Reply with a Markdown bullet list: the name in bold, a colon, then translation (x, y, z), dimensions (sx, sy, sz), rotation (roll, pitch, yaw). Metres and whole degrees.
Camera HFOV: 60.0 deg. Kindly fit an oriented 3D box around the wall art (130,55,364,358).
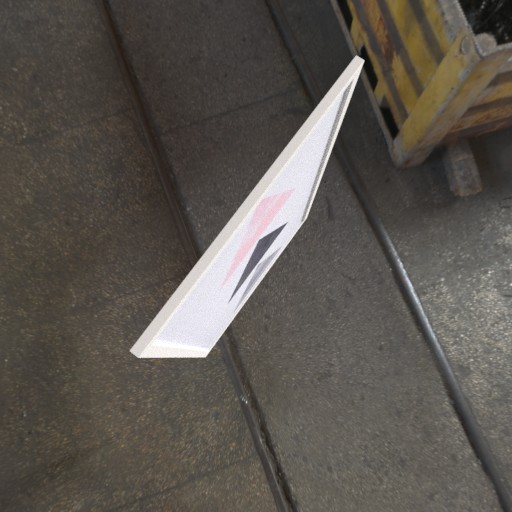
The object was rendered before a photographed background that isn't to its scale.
- **wall art**: translation (0.000, 0.000, 0.845), dimensions (0.013, 0.656, 0.456), rotation (35, 80, 7)
